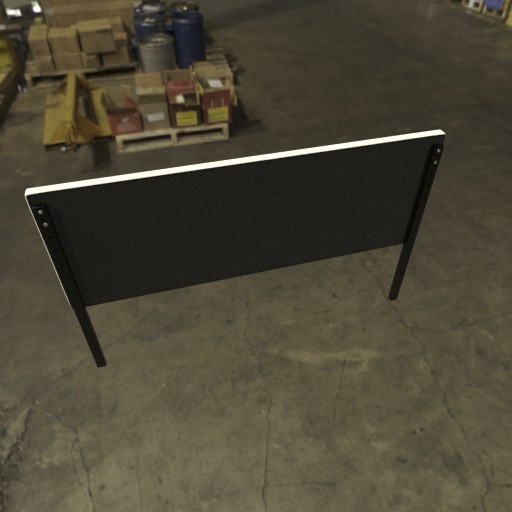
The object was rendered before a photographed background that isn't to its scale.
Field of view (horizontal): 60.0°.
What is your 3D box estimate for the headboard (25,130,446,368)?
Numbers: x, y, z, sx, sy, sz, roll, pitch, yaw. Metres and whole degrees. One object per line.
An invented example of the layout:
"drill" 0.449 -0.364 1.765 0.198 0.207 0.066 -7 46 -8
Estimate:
"headboard" 0.000 0.000 2.871 2.362 1.410 0.120 -11 43 -12
